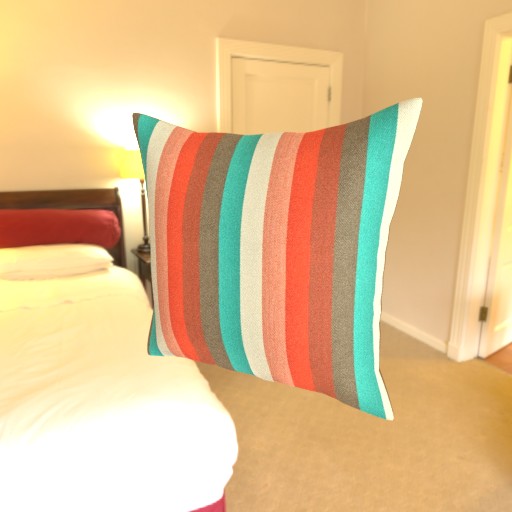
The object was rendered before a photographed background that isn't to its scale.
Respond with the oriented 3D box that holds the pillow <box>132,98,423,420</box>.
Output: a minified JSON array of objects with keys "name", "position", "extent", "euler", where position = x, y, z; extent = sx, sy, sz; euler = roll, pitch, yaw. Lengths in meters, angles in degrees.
[{"name":"pillow","position":[0.000,0.000,0.687],"extent":[0.453,0.443,0.168],"euler":[7,15,26]}]
